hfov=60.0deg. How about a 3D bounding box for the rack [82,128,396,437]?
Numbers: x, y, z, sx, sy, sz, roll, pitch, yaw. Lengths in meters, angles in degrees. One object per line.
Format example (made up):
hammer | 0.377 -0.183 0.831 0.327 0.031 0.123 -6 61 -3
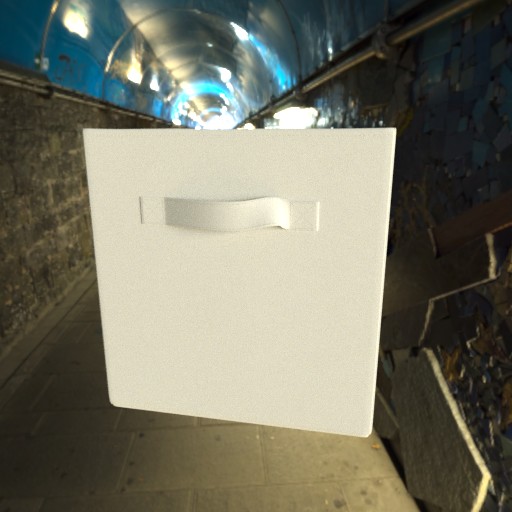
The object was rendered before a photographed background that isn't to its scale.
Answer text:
rack | 0.000 0.000 0.510 0.270 0.280 0.270 3 16 11
